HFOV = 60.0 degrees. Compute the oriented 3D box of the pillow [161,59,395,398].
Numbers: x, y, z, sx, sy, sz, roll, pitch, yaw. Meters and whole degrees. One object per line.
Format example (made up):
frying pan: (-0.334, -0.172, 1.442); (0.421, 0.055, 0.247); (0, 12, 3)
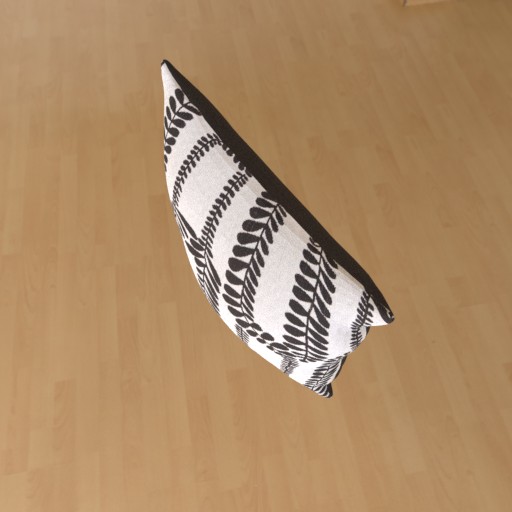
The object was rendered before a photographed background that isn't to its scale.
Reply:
pillow: (0.000, 0.000, 0.682); (0.182, 0.441, 0.440); (-32, 67, -15)
